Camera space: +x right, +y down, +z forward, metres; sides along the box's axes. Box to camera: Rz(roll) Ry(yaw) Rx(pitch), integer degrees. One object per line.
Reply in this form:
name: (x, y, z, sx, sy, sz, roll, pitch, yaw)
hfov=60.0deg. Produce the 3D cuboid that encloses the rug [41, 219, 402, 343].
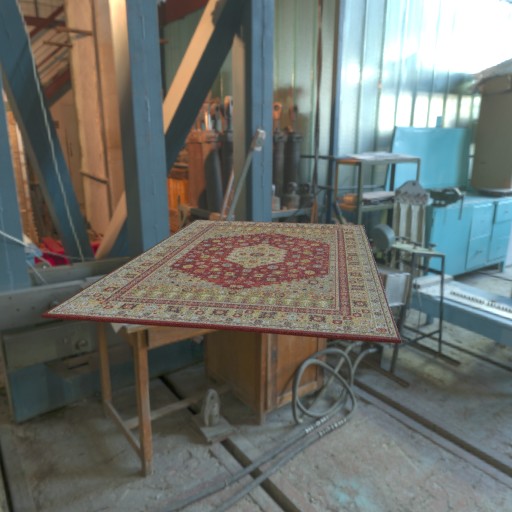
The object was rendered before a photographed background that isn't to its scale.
rug: (0.000, 0.000, 2.284, 1.194, 0.013, 1.802, 3, 15, 9)
